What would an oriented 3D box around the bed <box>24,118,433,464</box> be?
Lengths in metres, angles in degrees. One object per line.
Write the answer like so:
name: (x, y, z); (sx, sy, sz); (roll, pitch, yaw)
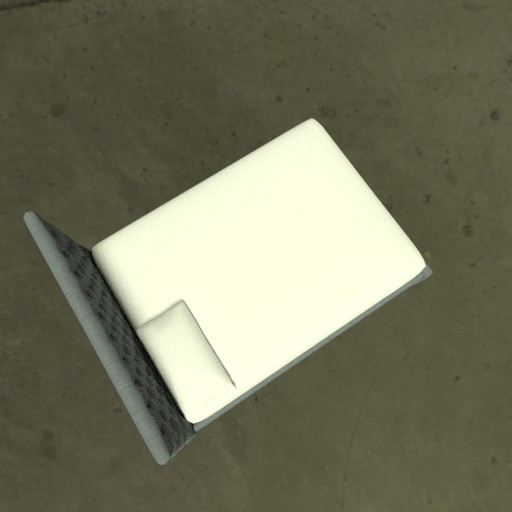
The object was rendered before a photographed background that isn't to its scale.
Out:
bed: (0.000, 0.000, 3.340); (2.335, 1.411, 1.698); (-32, 78, -8)
